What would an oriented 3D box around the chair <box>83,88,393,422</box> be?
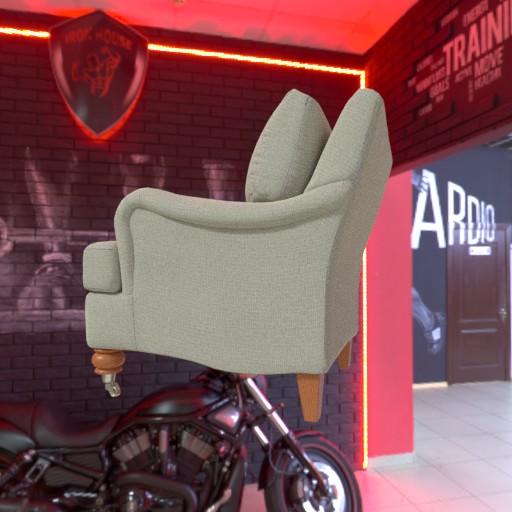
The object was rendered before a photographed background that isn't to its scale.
[{"bbox_3d":[0.000,0.000,1.846,1.070,1.038,0.955,0,-1,19],"label":"chair"}]
